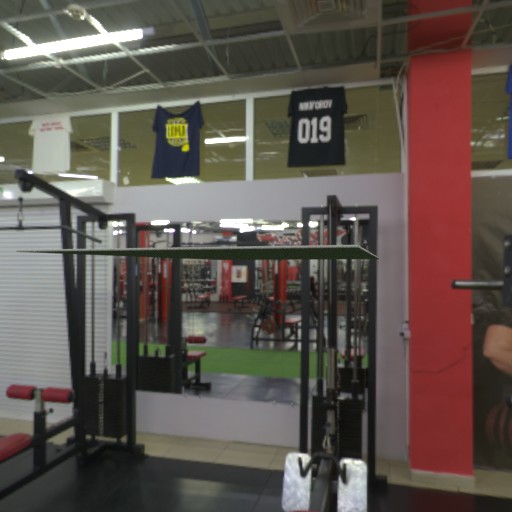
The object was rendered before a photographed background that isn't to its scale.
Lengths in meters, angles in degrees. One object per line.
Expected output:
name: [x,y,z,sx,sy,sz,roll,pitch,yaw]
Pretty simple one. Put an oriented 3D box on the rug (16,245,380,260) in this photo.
rug: [0.000,0.000,2.940,1.515,0.010,2.430,0,-2,17]
